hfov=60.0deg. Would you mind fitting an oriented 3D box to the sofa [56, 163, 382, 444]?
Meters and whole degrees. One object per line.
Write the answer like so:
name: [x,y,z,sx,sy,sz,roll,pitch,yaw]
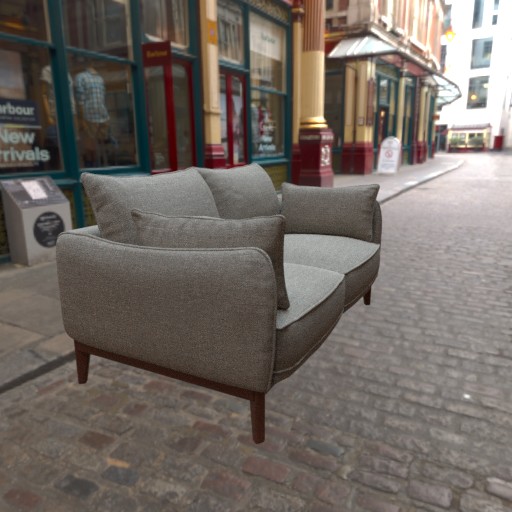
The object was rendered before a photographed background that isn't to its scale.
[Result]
sofa: [0.000,0.000,2.161,0.972,0.851,1.580,7,16,27]
